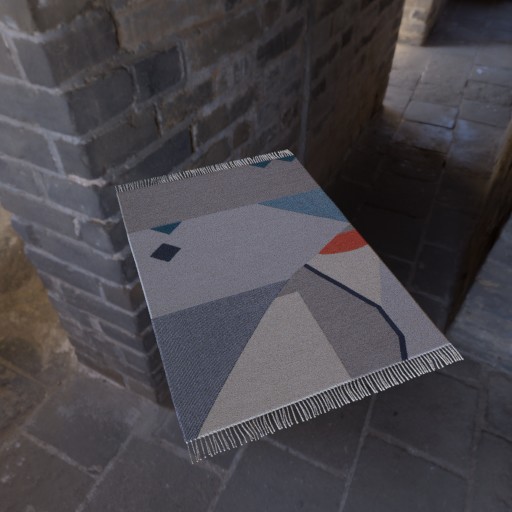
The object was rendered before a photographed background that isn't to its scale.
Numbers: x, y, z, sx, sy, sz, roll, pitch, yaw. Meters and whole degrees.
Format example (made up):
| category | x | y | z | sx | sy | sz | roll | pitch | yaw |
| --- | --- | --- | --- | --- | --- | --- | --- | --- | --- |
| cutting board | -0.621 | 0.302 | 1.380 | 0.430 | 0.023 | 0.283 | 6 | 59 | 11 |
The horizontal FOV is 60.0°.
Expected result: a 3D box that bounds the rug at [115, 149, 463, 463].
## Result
| category | x | y | z | sx | sy | sz | roll | pitch | yaw |
| --- | --- | --- | --- | --- | --- | --- | --- | --- | --- |
| rug | 0.000 | 0.000 | 2.358 | 1.220 | 0.005 | 1.828 | -15 | 47 | -15 |
